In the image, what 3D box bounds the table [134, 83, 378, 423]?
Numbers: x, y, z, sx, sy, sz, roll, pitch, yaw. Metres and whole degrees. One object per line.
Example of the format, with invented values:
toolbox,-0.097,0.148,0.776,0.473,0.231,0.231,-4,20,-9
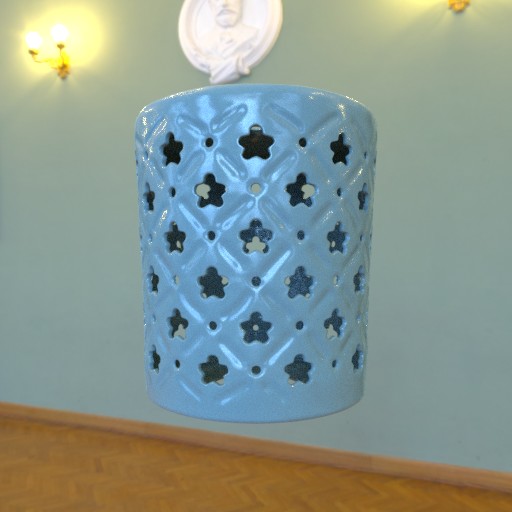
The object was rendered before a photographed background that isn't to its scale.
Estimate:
table,0.000,0.000,0.658,0.352,0.387,0.352,0,-1,0
